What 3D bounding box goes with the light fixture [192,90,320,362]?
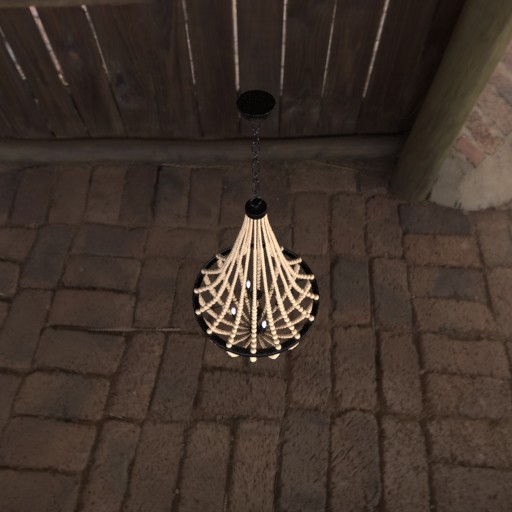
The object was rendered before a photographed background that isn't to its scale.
[{"bbox_3d":[0.000,0.000,1.357,0.450,1.133,0.450,0,57,0],"label":"light fixture"}]
